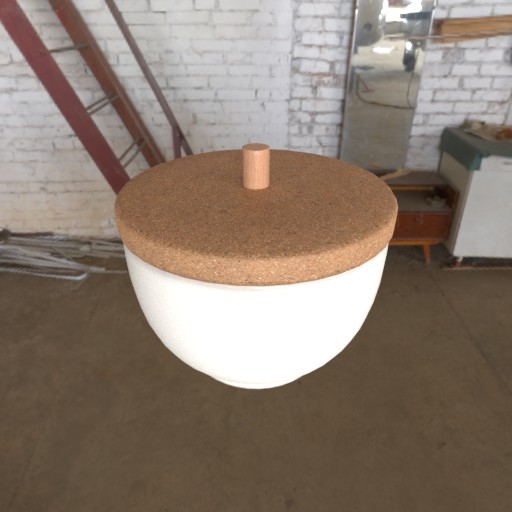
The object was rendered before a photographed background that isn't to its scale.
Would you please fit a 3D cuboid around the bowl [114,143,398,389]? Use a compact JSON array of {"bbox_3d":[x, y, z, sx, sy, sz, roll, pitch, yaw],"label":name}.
[{"bbox_3d":[0.000,0.000,0.221,0.126,0.110,0.126,0,30,0],"label":"bowl"}]
